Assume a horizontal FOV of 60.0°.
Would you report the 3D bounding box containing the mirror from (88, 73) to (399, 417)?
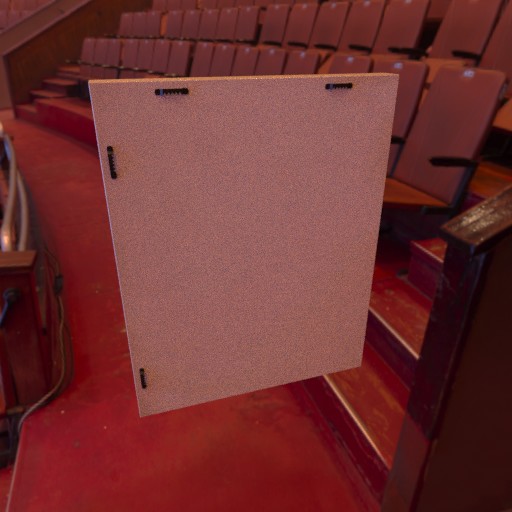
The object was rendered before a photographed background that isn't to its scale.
[{"bbox_3d":[0.000,0.000,0.678,0.406,0.509,0.041,-8,27,-16],"label":"mirror"}]
